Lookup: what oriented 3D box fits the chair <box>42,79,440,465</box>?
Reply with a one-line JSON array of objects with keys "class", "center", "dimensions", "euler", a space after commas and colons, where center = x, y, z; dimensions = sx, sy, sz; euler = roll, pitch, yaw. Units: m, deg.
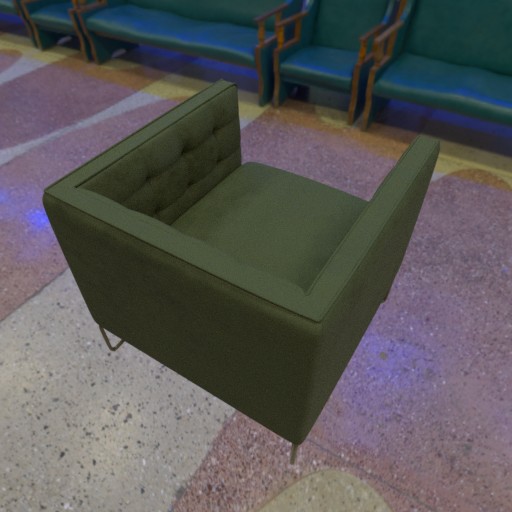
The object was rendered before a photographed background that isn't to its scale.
[{"class": "chair", "center": [0.000, 0.000, 1.573], "dimensions": [0.880, 0.790, 0.894], "euler": [24, 50, 22]}]
